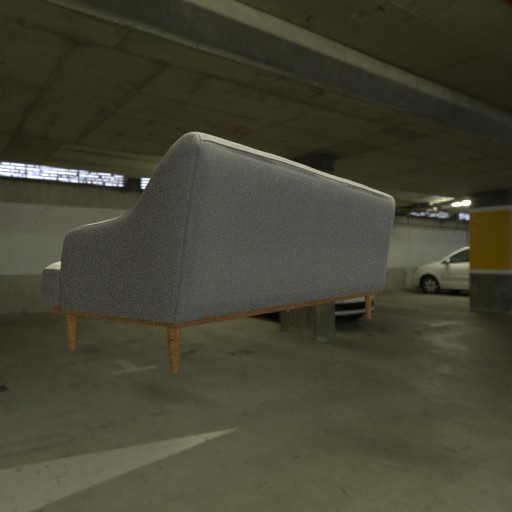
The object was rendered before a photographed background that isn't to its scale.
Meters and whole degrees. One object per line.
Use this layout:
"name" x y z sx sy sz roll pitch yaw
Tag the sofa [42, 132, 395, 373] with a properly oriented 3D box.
"sofa" 0.000 0.000 2.566 0.978 0.871 2.057 0 -1 36
